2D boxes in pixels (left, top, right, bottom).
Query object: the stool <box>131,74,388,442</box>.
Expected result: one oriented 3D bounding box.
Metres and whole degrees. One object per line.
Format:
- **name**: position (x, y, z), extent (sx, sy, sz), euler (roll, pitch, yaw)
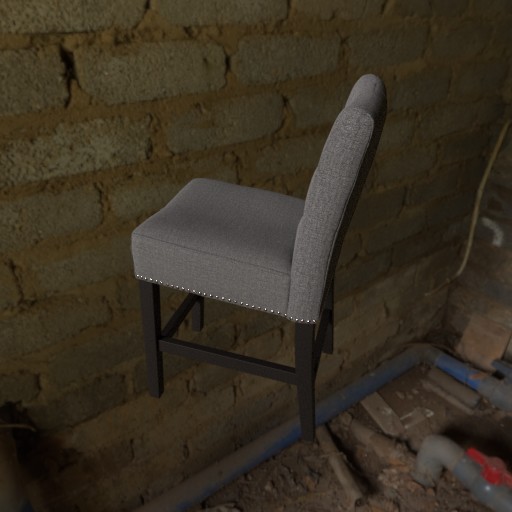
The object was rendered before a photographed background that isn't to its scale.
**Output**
- **stool**: position (0.000, 0.000, 1.194), extent (0.571, 0.885, 0.427), euler (8, 31, 14)
